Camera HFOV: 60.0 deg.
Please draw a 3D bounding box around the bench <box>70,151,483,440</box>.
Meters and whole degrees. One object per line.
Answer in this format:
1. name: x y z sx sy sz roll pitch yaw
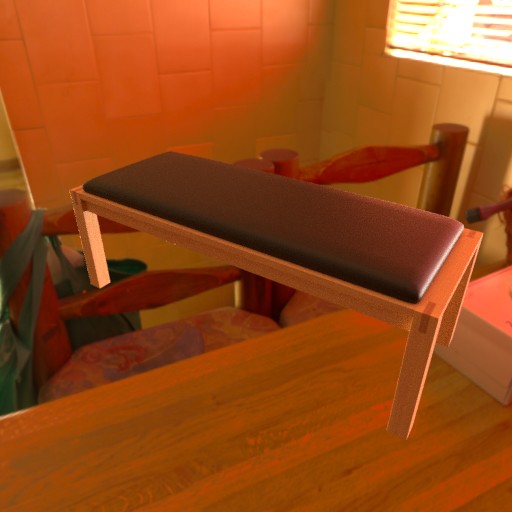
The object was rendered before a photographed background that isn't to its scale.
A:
1. bench: 0.000 0.000 1.430 1.202 0.430 0.450 19 36 29
